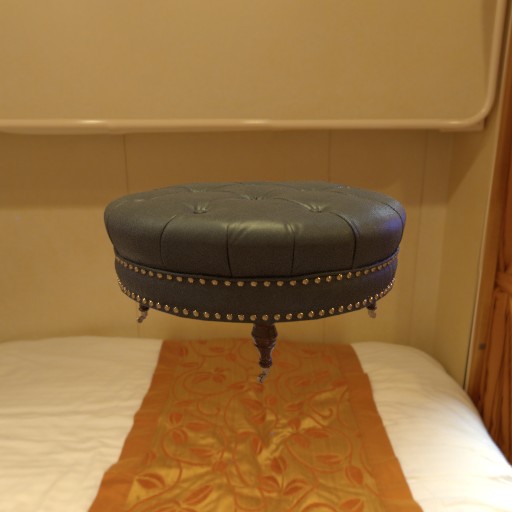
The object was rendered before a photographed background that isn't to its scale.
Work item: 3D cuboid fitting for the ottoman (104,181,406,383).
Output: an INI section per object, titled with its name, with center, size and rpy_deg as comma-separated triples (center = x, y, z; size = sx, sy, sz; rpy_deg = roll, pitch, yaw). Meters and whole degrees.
[ottoman]
center = 0.000, 0.000, 1.406
size = 0.901, 0.439, 0.901
rpy_deg = 0, 15, 0
